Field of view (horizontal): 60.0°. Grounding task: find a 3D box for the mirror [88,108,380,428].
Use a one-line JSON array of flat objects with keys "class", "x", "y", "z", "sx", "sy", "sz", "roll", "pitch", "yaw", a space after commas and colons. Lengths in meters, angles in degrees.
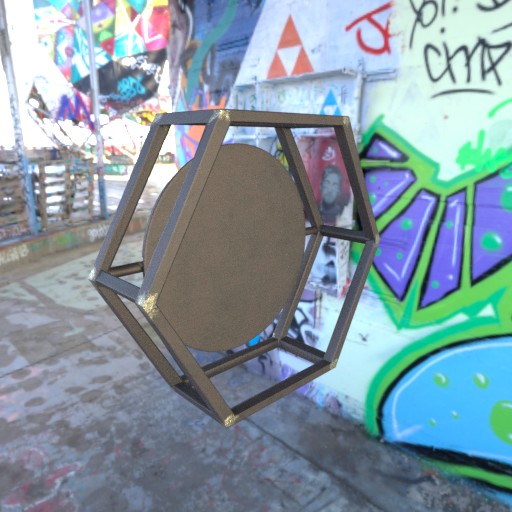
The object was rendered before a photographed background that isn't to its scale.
[{"class": "mirror", "x": 0.000, "y": 0.000, "z": 0.550, "sx": 0.380, "sy": 0.334, "sz": 0.119, "roll": -14, "pitch": 20, "yaw": -42}]
